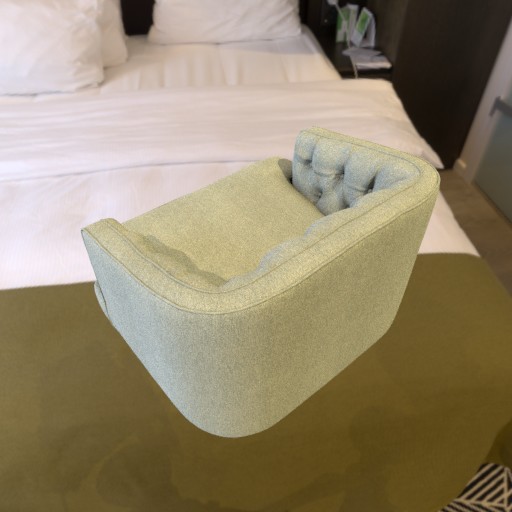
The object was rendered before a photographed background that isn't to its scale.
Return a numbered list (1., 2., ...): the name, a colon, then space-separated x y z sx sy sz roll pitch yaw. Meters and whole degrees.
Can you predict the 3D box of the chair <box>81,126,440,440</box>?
1. chair: 0.000 0.000 1.734 1.094 0.852 0.945 -30 52 -27
